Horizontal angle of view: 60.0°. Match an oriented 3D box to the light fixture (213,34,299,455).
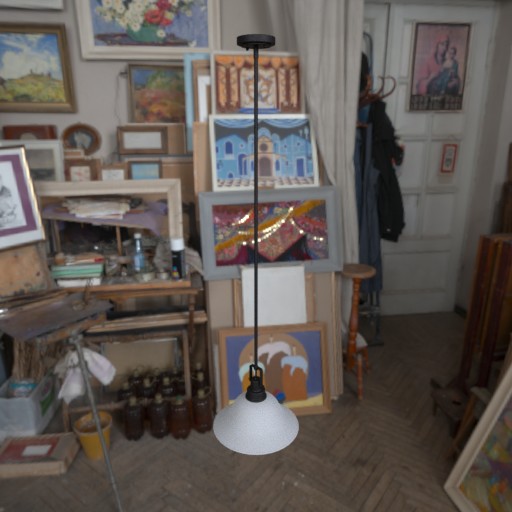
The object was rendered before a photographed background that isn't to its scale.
[{"bbox_3d":[0.000,0.000,1.492,0.324,1.337,0.324,15,23,42],"label":"light fixture"}]
